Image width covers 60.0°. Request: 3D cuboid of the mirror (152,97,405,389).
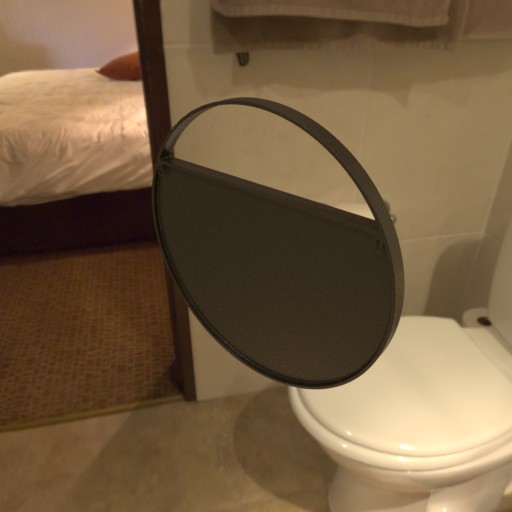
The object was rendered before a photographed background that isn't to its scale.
[{"bbox_3d":[0.000,0.000,0.835,0.565,0.565,0.032,23,38,33],"label":"mirror"}]
